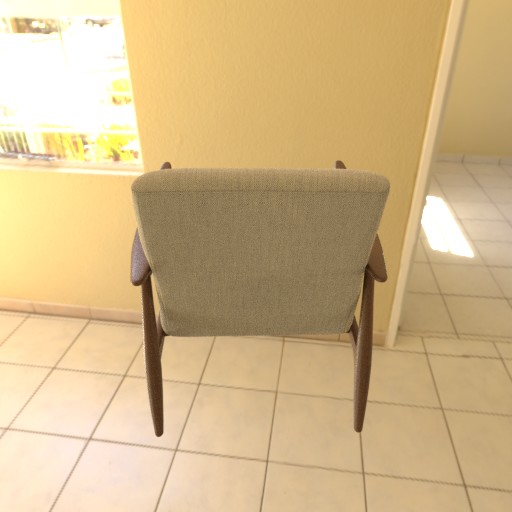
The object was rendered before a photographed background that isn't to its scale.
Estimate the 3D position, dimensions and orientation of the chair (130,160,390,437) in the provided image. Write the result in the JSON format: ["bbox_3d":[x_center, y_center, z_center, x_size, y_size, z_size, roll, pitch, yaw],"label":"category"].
[{"bbox_3d":[0.000,0.000,1.458,0.741,0.832,0.798,-1,30,-1],"label":"chair"}]
